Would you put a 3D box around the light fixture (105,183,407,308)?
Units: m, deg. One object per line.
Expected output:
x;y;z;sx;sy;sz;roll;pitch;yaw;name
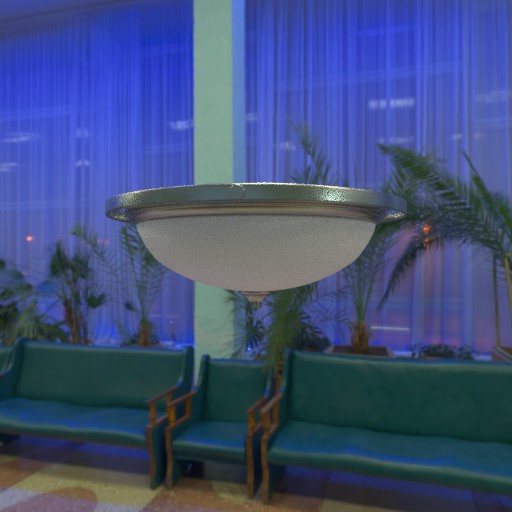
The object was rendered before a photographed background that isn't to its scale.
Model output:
0.000;0.000;0.560;0.361;0.130;0.361;0;-1;0;light fixture
